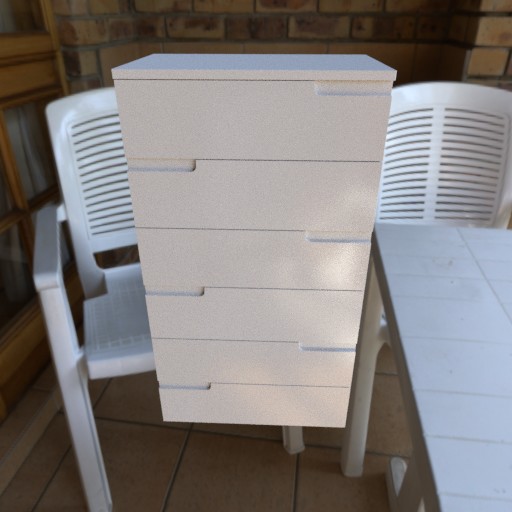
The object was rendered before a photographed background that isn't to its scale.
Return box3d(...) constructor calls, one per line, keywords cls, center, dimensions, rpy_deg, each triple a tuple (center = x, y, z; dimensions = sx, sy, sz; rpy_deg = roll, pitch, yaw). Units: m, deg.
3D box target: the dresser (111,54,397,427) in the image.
box3d(cls="dresser", center=(0.000, 0.000, 1.470), dimensions=(0.650, 1.190, 0.400), rpy_deg=(1, 29, 2))
